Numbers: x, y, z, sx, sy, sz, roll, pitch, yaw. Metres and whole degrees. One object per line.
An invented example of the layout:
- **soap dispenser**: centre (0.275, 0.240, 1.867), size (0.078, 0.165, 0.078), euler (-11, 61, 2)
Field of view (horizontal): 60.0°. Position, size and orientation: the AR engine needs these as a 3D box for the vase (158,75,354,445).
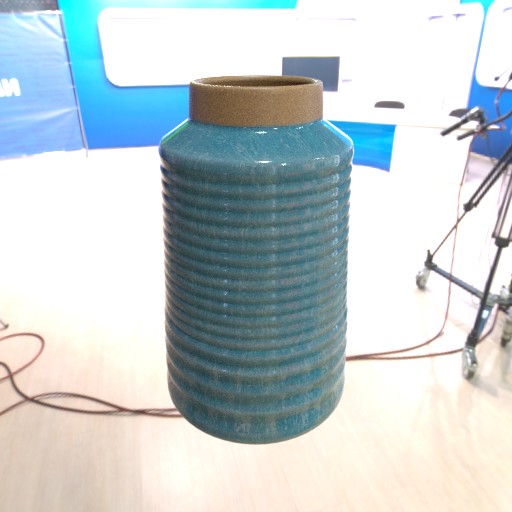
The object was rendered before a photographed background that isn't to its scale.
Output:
- **vase**: centre (0.000, 0.000, 0.361), size (0.163, 0.267, 0.163), euler (0, 27, 0)
